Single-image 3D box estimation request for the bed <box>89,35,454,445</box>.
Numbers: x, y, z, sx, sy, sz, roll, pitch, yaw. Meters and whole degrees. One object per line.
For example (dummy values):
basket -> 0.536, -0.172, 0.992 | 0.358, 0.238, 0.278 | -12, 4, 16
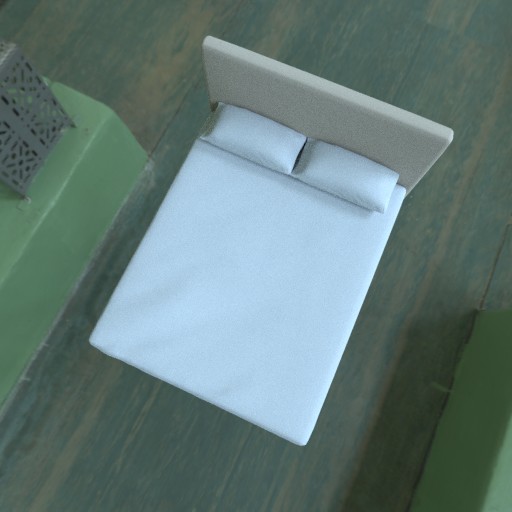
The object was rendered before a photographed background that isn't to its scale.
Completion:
bed -> 0.000, 0.000, 3.130 | 1.748, 1.330, 2.142 | 24, 77, 6
